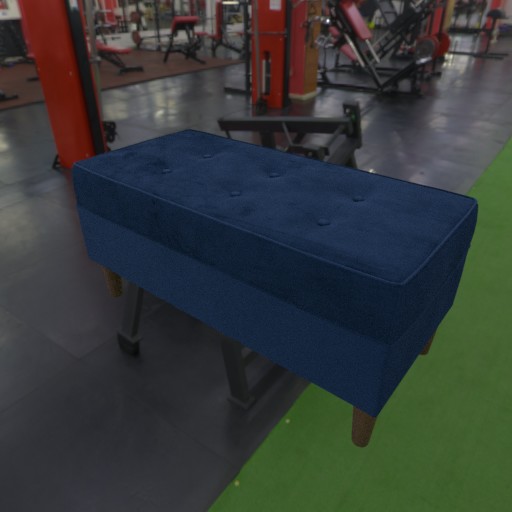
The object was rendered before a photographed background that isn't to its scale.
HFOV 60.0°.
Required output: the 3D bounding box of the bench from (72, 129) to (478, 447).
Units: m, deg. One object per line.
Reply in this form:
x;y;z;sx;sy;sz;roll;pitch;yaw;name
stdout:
0.000;0.000;1.269;1.010;0.467;0.489;22;38;32;bench
